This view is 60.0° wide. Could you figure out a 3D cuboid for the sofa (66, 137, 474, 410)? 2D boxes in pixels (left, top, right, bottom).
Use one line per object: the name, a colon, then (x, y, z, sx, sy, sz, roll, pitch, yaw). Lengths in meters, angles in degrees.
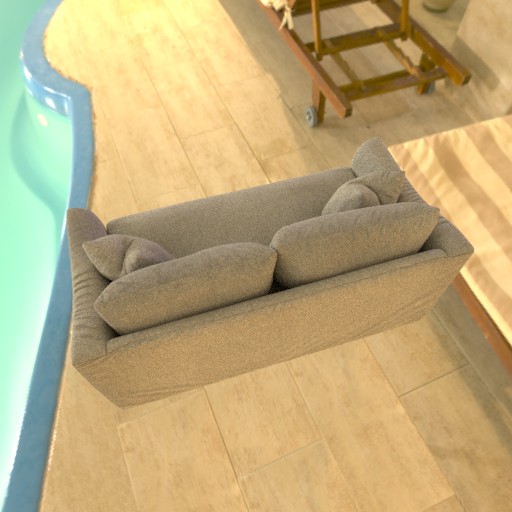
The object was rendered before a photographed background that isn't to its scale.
sofa: (0.000, 0.000, 2.625, 2.010, 1.018, 1.072, -15, 58, -9)
